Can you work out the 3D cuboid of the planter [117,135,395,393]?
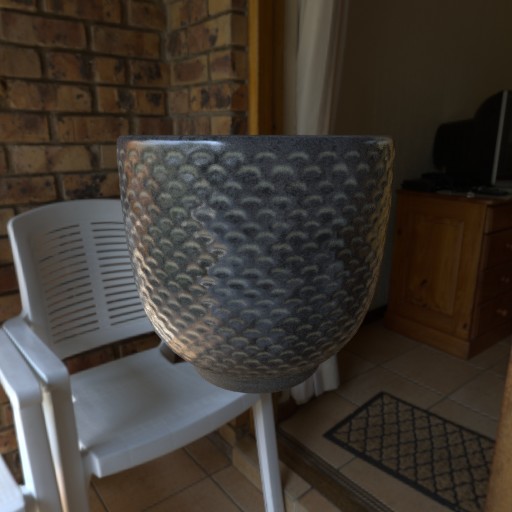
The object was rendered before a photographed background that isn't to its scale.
[{"bbox_3d":[0.000,0.000,0.304,0.172,0.160,0.172,0,15,0],"label":"planter"}]
